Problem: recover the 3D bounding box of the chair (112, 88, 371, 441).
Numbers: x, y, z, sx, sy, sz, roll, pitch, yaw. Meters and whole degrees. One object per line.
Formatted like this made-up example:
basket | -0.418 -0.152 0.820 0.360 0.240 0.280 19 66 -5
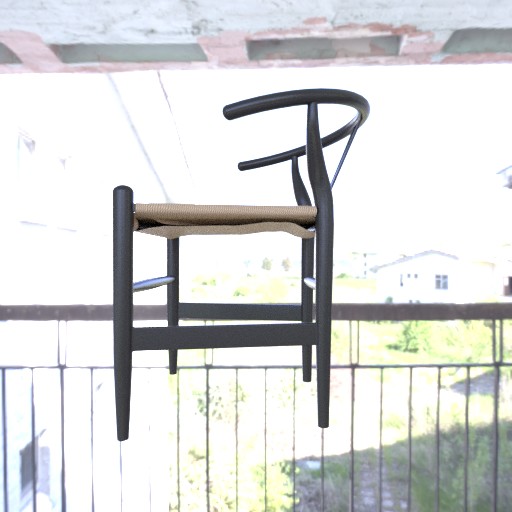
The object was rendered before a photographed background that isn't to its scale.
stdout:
chair | 0.000 0.000 1.140 0.570 0.739 0.570 0 0 1
